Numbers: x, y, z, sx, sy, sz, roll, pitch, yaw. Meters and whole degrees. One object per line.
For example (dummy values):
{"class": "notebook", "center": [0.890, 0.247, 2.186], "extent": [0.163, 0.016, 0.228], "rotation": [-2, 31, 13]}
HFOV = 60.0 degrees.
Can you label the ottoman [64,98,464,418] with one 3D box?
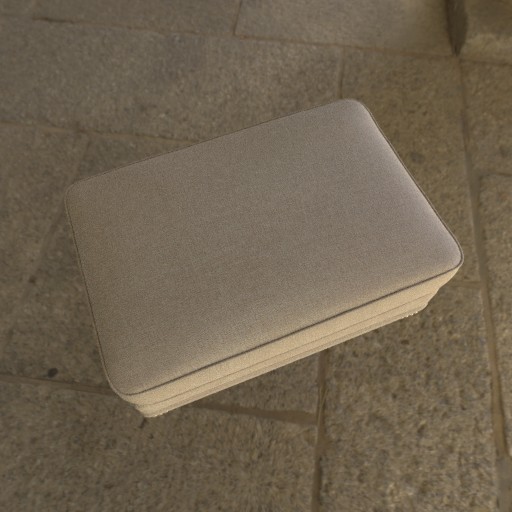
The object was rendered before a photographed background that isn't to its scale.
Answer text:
{"class": "ottoman", "center": [0.000, 0.000, 1.164], "extent": [0.813, 0.458, 0.559], "rotation": [-19, 65, -10]}
